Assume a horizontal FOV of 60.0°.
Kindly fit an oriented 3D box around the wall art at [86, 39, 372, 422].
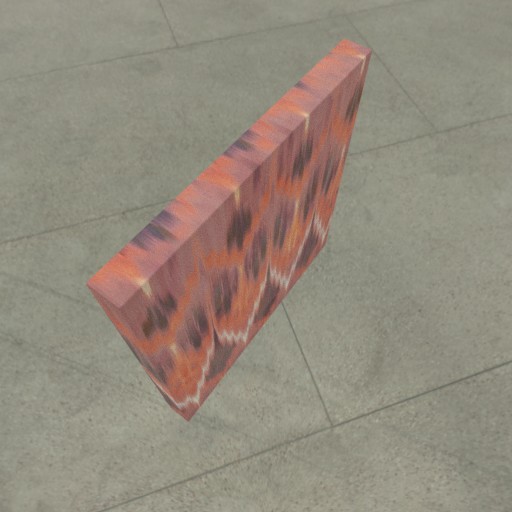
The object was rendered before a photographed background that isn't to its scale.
[{"bbox_3d":[0.000,0.000,0.599,0.038,0.406,0.403,32,63,18],"label":"wall art"}]
